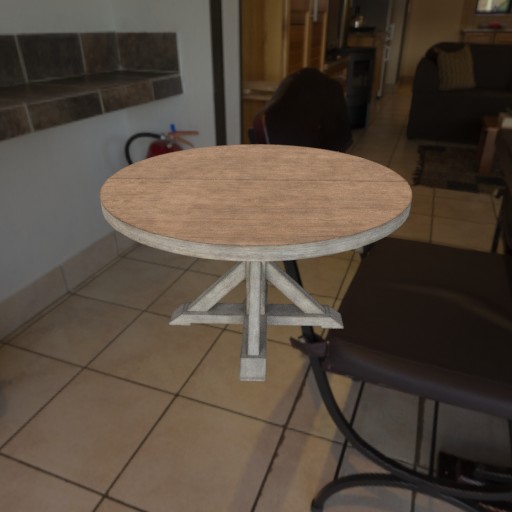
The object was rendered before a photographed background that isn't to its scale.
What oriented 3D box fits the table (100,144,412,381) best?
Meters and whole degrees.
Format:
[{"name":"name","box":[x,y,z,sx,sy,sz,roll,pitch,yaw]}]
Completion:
[{"name":"table","box":[0.000,0.000,2.200,1.363,0.781,1.363,0,27,0]}]
